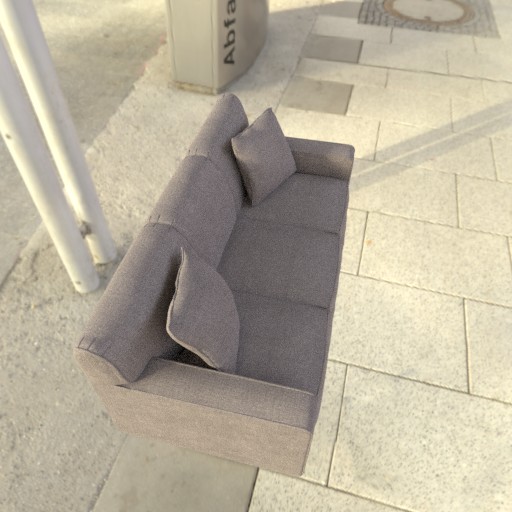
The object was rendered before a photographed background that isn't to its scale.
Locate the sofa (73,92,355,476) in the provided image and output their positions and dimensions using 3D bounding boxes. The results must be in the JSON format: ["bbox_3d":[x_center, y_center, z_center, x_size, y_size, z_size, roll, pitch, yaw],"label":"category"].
[{"bbox_3d":[0.000,0.000,2.559,0.997,0.958,2.024,10,48,9],"label":"sofa"}]
